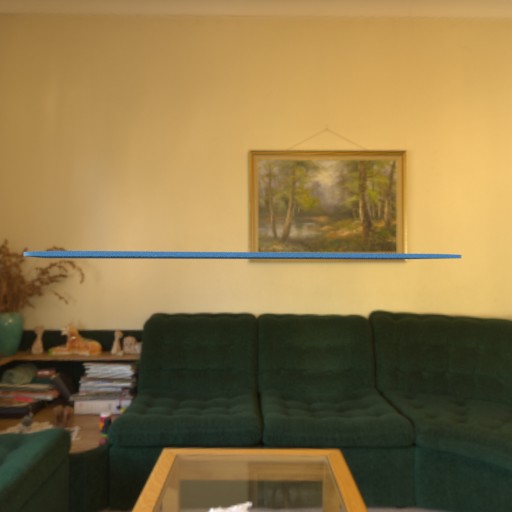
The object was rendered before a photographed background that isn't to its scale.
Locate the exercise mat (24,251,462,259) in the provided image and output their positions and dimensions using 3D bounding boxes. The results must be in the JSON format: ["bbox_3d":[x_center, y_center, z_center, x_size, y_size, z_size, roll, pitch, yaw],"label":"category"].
[{"bbox_3d":[0.000,0.000,2.065,1.869,0.021,0.616,0,-1,-17],"label":"exercise mat"}]
